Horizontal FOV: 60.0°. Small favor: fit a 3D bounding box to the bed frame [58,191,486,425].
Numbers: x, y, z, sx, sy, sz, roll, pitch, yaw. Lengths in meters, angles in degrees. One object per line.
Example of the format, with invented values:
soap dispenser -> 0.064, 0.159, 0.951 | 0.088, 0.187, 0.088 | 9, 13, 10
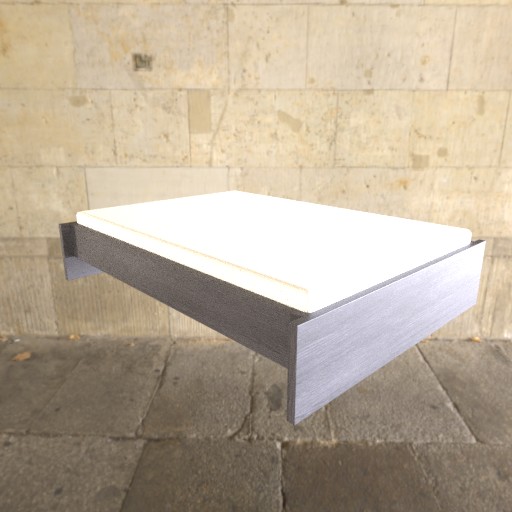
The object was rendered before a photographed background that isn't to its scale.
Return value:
bed frame -> 0.000, 0.000, 2.566 | 1.490, 0.432, 1.950 | -15, 23, -41
